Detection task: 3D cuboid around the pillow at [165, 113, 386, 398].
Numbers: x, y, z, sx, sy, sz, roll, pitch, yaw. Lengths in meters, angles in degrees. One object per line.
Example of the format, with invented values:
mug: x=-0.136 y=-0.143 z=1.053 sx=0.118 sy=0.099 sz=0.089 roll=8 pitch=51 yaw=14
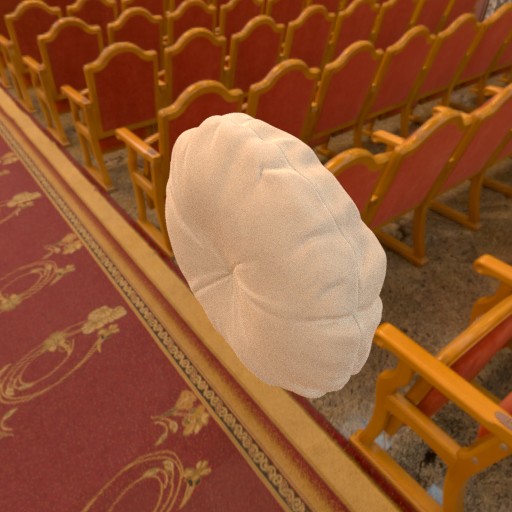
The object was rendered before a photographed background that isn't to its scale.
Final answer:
pillow: x=0.000 y=0.000 z=0.654 sx=0.148 sy=0.407 sz=0.428 roll=-26 pitch=47 yaw=-27
